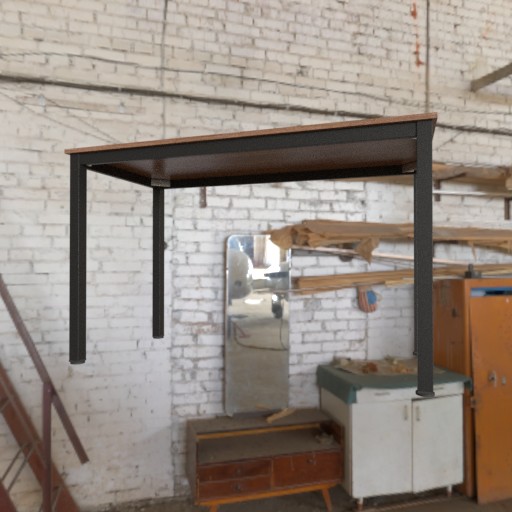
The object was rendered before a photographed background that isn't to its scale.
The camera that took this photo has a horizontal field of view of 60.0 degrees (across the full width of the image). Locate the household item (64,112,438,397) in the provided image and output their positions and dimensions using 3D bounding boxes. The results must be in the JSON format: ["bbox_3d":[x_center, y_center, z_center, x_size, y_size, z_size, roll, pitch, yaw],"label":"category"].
[{"bbox_3d":[0.000,0.000,1.625,1.200,0.750,0.600,0,-1,19],"label":"household item"}]
